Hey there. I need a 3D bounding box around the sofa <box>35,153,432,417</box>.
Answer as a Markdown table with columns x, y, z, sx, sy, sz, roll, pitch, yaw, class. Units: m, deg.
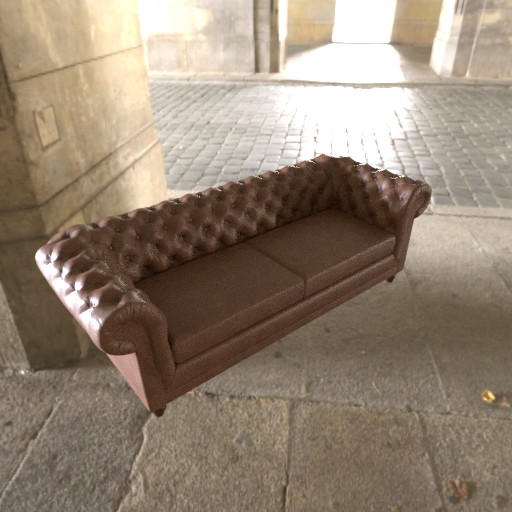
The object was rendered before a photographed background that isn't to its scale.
| x | y | z | sx | sy | sz | roll | pitch | yaw | class |
| --- | --- | --- | --- | --- | --- | --- | --- | --- | --- |
| 0.000 | 0.000 | 2.841 | 2.385 | 0.783 | 0.944 | -23 | 37 | -33 | sofa |
